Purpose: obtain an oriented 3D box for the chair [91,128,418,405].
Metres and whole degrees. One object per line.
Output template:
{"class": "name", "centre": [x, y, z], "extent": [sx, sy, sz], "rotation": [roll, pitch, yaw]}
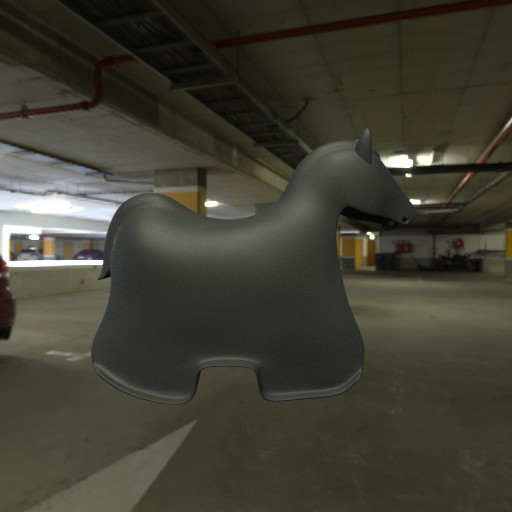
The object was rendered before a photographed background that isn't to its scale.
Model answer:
{"class": "chair", "centre": [0.000, 0.000, 1.115], "extent": [0.800, 0.612, 0.429], "rotation": [0, 0, 1]}
